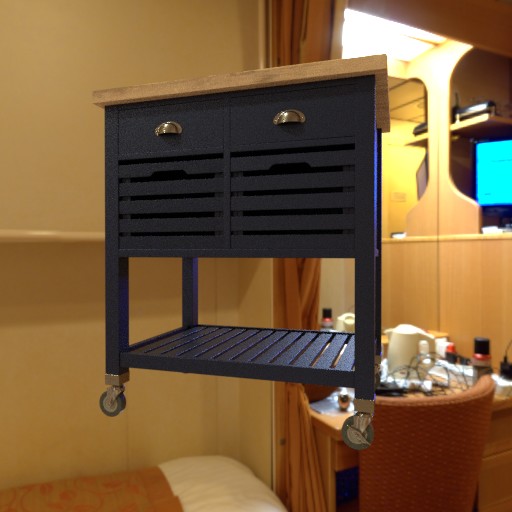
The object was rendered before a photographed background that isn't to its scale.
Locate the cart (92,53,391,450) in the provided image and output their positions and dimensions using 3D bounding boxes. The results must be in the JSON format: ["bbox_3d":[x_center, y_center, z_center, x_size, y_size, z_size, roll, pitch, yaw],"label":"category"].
[{"bbox_3d":[0.000,0.000,1.390,0.797,0.920,0.567,0,1,18],"label":"cart"}]
